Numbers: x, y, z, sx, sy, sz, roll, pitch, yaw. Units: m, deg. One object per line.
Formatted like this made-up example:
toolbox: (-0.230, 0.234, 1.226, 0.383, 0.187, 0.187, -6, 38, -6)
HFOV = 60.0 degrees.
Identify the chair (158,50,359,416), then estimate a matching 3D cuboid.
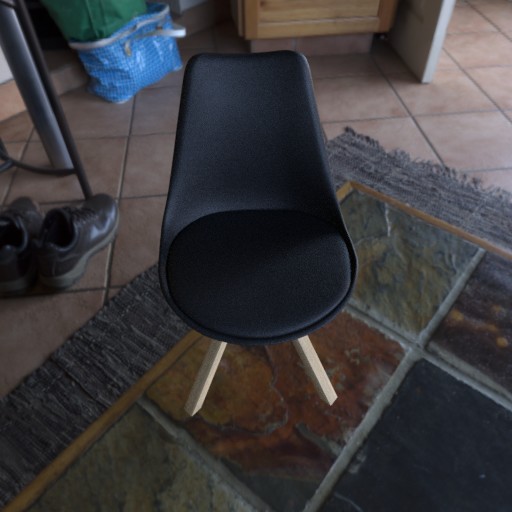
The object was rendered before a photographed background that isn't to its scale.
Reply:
chair: (0.000, 0.000, 1.167, 0.485, 0.850, 0.549, -3, 48, -3)
